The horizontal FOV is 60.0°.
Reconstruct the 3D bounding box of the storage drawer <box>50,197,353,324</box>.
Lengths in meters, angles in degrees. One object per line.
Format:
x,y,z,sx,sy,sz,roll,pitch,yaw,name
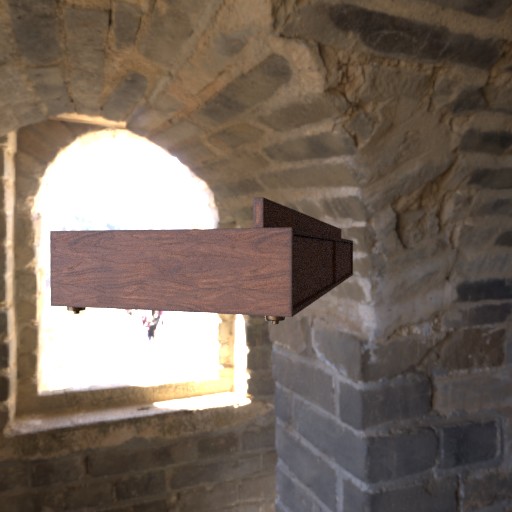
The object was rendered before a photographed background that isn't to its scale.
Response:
0.000,0.000,2.160,0.774,0.339,1.914,0,1,17,storage drawer
